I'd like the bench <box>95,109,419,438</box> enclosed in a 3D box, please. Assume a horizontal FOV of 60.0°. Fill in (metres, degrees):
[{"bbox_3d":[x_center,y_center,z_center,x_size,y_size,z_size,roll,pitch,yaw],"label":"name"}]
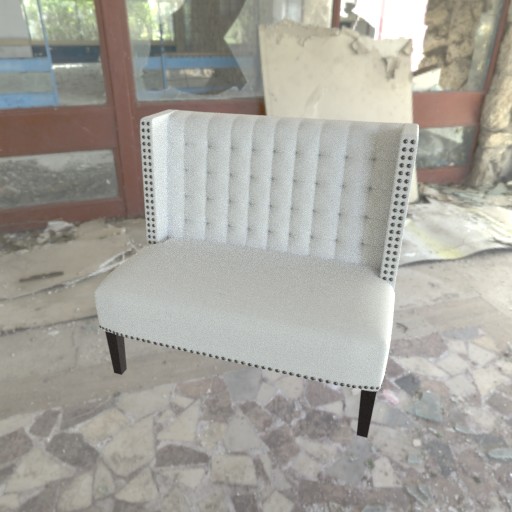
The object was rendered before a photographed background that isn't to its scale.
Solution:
[{"bbox_3d":[0.000,0.000,2.050,1.280,1.123,0.847,9,28,17],"label":"bench"}]
